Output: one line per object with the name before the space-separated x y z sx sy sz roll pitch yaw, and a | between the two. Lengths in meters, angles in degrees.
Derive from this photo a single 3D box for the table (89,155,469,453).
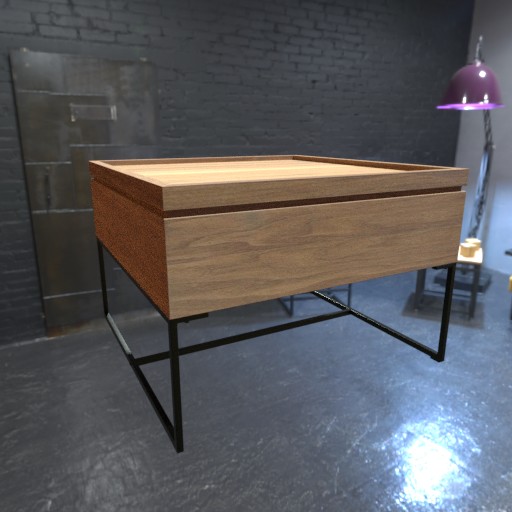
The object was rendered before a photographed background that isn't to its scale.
table | 0.000 0.000 1.144 0.679 0.464 0.676 -8 18 -27
